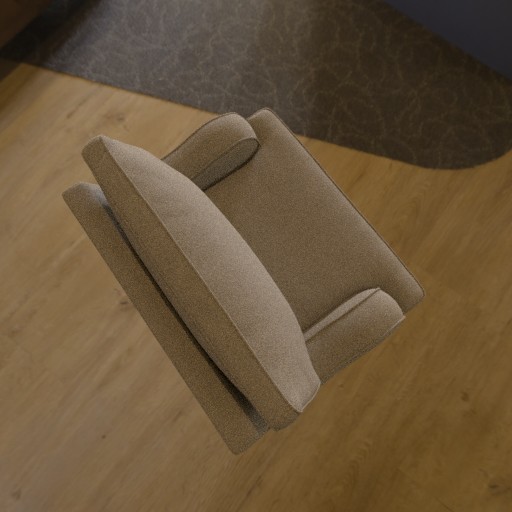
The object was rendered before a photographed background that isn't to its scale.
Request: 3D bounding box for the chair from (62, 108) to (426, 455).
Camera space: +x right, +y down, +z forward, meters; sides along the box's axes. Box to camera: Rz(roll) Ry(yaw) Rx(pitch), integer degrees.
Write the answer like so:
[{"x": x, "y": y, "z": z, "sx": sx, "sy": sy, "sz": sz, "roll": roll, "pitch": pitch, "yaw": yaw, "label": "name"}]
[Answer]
[{"x": 0.000, "y": 0.000, "z": 1.977, "sx": 1.040, "sy": 1.016, "sz": 1.220, "roll": -35, "pitch": 77, "yaw": -9, "label": "chair"}]
